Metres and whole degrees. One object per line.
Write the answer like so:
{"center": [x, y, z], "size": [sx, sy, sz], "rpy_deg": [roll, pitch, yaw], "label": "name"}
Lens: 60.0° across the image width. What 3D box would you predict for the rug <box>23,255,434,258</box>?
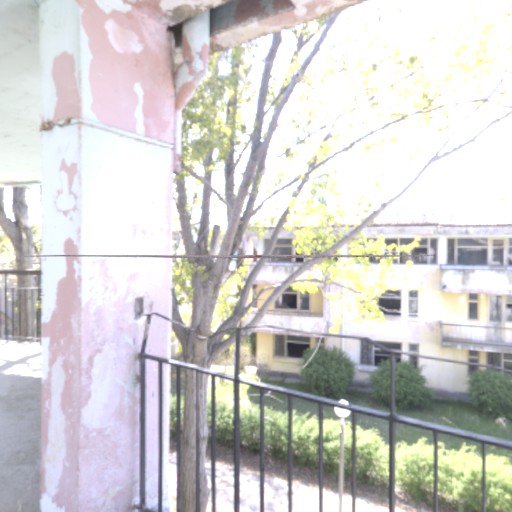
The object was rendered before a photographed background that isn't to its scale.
{"center": [0.000, 0.000, 3.948], "size": [2.263, 0.022, 3.029], "rpy_deg": [0, 0, 37], "label": "rug"}
